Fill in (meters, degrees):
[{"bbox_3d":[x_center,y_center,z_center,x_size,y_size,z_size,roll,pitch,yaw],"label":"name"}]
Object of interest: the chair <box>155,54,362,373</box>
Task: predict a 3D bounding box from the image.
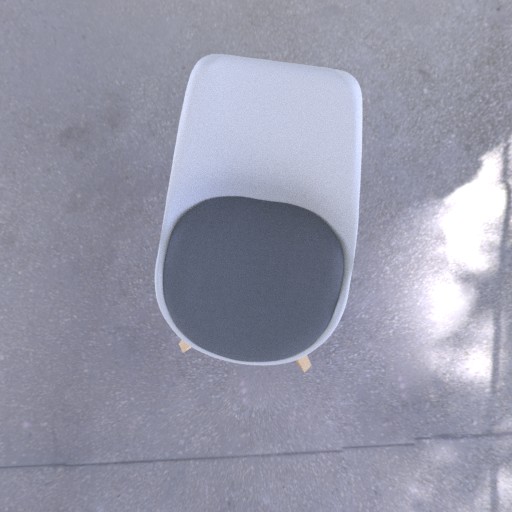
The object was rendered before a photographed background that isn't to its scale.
[{"bbox_3d":[0.000,0.000,1.153,0.485,0.850,0.550,9,76,2],"label":"chair"}]
